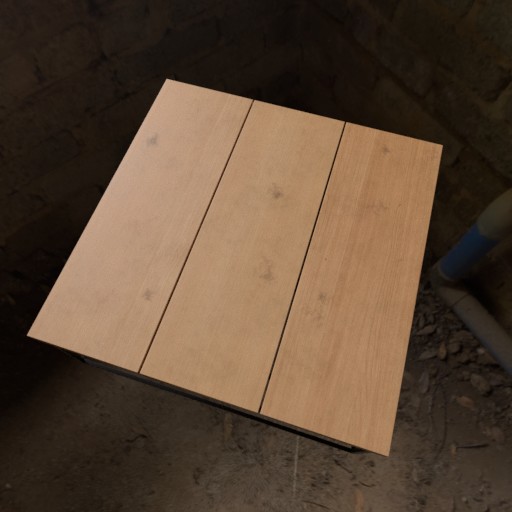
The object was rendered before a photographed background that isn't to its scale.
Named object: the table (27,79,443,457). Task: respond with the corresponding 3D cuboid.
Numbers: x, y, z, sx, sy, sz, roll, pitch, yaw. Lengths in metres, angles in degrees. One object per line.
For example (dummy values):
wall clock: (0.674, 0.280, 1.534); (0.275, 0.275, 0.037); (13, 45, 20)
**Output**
table: (0.000, 0.000, 1.667); (1.100, 0.400, 1.100); (16, 66, 7)
